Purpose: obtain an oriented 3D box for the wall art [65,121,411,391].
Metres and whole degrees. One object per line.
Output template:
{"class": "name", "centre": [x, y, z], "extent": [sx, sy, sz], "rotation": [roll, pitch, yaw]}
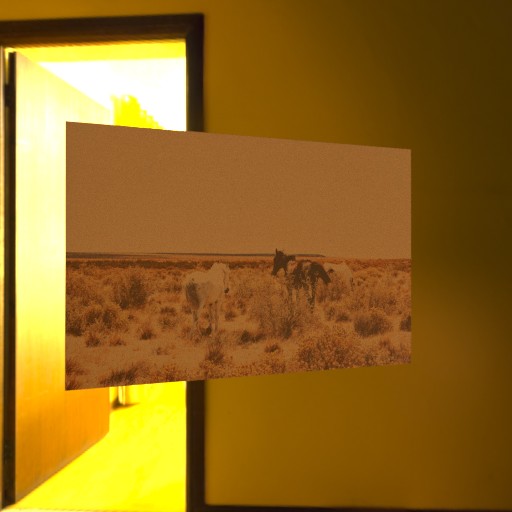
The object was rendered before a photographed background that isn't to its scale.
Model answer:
{"class": "wall art", "centre": [0.000, 0.000, 1.436], "extent": [1.138, 0.761, 0.051], "rotation": [0, 0, -17]}
